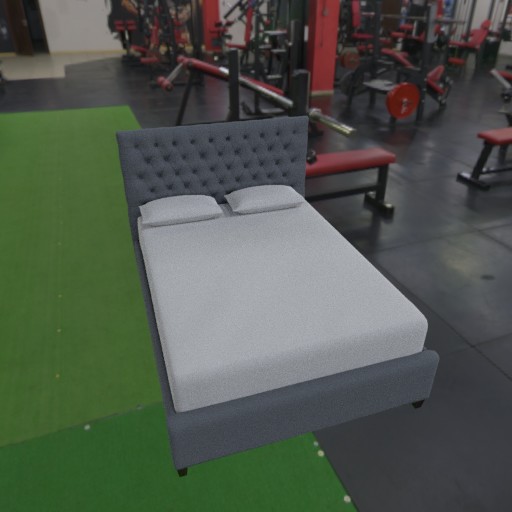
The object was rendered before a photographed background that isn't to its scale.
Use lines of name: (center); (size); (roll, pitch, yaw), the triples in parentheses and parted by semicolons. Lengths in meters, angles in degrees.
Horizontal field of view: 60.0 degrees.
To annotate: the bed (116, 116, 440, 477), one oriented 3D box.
bed: (0.000, 0.000, 3.273); (1.698, 1.427, 2.231); (-9, 32, -15)
